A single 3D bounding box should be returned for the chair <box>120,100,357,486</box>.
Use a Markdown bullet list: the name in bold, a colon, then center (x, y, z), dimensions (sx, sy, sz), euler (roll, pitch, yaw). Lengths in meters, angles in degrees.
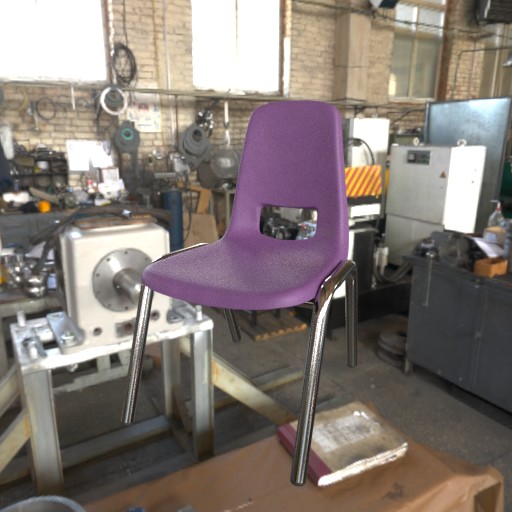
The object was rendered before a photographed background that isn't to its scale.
- **chair**: center (0.000, 0.000, 0.839), dimensions (0.356, 0.584, 0.419), euler (7, 16, 25)
